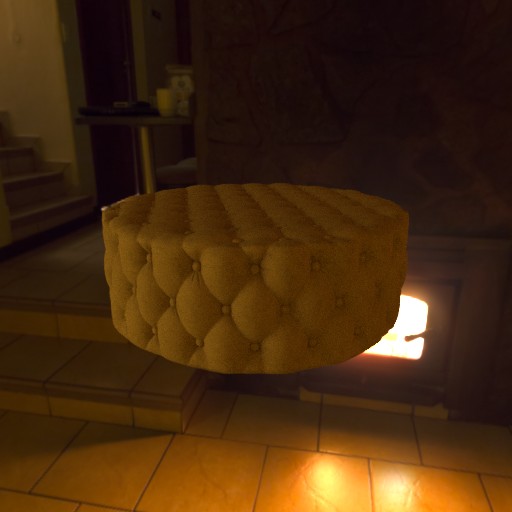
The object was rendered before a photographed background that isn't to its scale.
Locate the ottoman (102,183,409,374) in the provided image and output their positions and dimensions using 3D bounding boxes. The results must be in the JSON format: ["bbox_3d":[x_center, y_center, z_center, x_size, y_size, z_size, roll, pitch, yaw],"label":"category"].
[{"bbox_3d":[0.000,0.000,1.538,0.998,0.399,0.998,0,17,0],"label":"ottoman"}]
